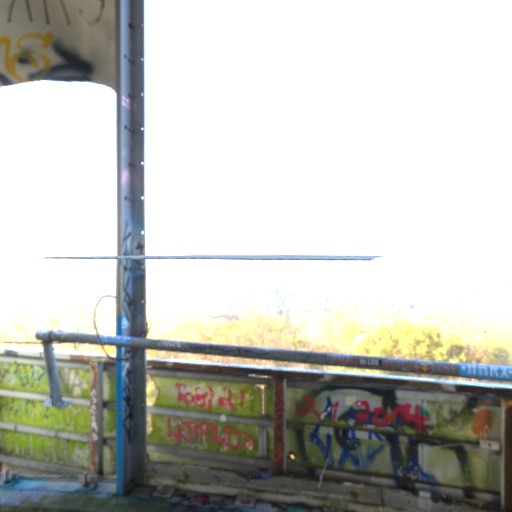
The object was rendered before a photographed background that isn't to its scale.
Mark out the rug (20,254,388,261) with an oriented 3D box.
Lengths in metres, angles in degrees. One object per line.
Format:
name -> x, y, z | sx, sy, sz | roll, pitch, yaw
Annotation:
rug -> 0.000, 0.000, 2.747 | 1.522, 0.013, 2.133 | 0, 1, 18
